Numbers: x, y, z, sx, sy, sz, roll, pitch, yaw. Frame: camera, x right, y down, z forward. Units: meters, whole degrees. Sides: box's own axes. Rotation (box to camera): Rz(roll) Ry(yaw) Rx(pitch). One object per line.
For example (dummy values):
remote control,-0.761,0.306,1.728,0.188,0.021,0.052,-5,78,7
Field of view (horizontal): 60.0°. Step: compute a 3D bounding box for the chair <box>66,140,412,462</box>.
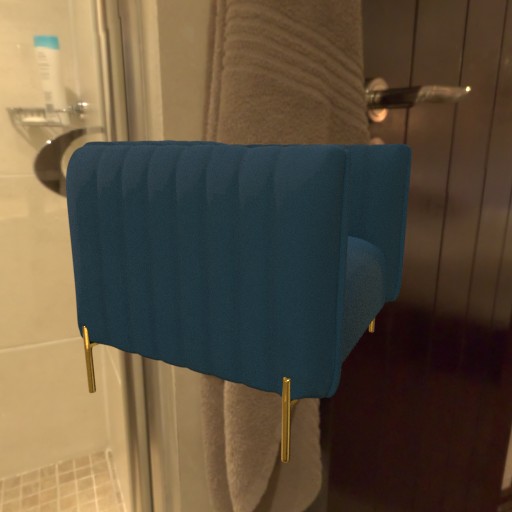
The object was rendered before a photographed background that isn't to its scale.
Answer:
chair,0.000,0.000,1.565,0.877,0.793,0.947,7,16,27
